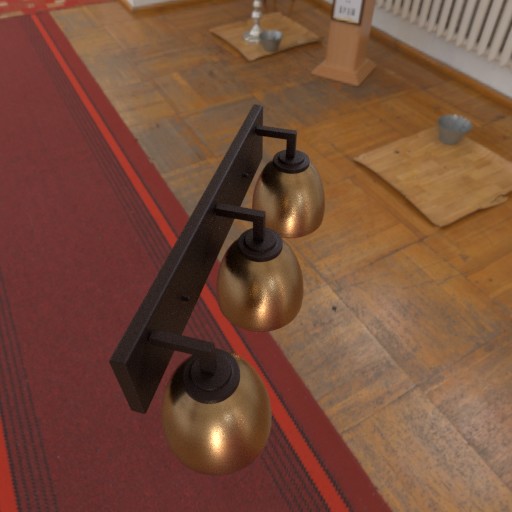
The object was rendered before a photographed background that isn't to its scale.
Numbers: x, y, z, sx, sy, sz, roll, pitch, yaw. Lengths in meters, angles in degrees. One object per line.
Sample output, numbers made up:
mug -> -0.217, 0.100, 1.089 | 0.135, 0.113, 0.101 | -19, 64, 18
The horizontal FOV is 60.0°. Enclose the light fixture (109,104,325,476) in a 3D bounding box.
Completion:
light fixture -> 0.000, 0.000, 0.677 | 0.157, 0.204, 0.582 | 11, 47, 10
